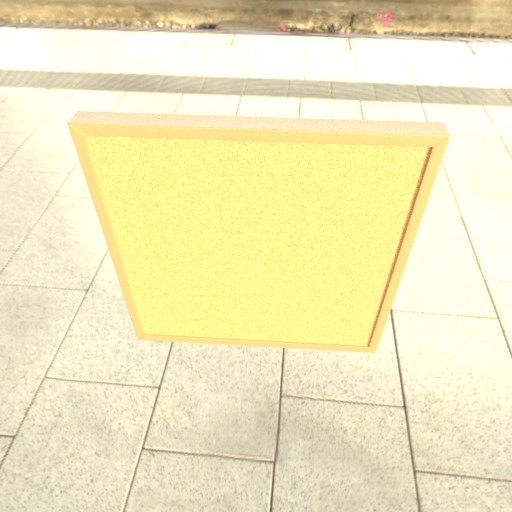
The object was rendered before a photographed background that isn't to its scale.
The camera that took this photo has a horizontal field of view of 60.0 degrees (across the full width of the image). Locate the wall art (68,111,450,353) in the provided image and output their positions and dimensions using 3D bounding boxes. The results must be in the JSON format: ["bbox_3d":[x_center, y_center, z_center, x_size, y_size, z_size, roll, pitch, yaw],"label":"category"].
[{"bbox_3d":[0.000,0.000,0.779,0.509,0.509,0.036,3,45,3],"label":"wall art"}]
